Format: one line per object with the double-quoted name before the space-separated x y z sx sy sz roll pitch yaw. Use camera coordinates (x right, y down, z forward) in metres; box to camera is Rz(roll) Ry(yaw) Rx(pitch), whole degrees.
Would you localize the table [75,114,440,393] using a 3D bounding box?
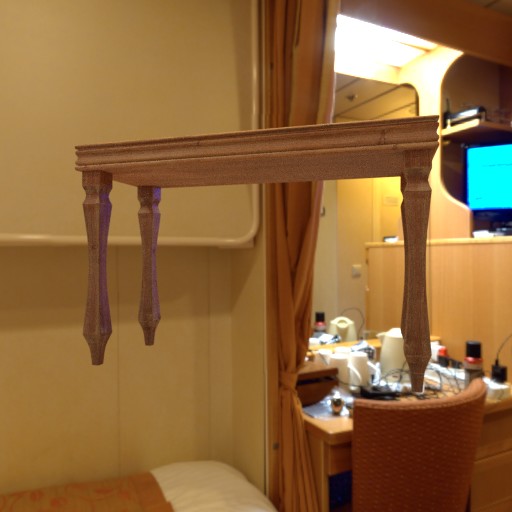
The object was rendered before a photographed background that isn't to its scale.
"table" 0.000 0.000 1.799 1.330 0.873 0.522 0 0 17
